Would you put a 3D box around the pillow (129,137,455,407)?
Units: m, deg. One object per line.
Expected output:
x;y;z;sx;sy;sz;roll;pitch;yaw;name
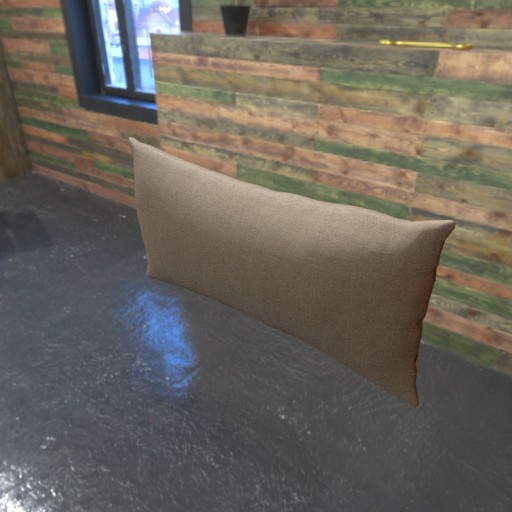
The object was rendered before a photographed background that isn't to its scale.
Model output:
0.000;0.000;0.750;0.612;0.308;0.148;21;35;32;pillow
